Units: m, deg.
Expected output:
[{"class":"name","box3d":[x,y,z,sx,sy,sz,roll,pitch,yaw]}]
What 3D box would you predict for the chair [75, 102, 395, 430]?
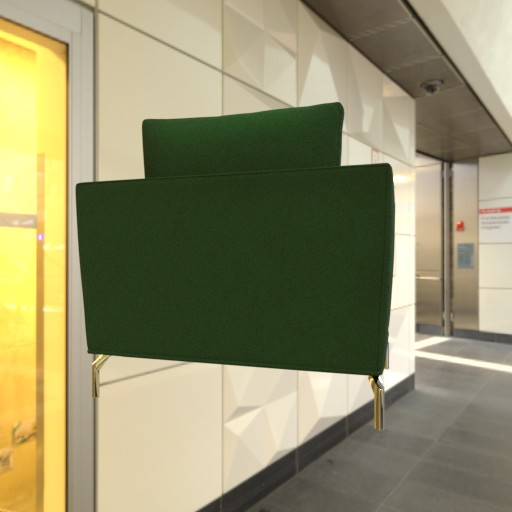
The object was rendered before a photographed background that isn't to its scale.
[{"class":"chair","box3d":[0.000,0.000,1.753,1.047,0.997,0.852,0,0,18]}]
